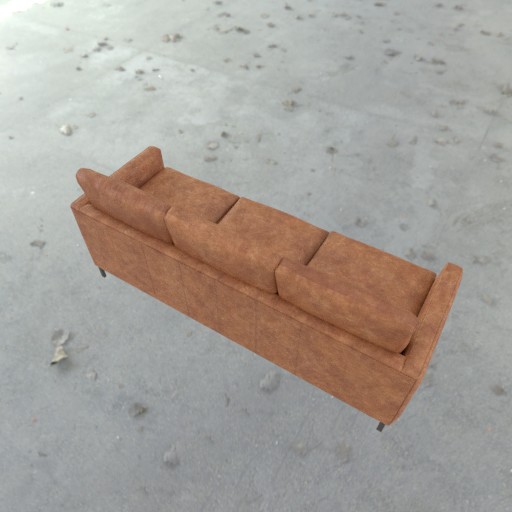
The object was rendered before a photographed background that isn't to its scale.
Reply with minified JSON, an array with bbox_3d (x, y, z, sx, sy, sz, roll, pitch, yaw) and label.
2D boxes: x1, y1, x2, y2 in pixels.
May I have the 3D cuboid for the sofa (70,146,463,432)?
[{"bbox_3d":[0.000,0.000,2.467,2.029,0.863,0.748,25,52,21],"label":"sofa"}]
